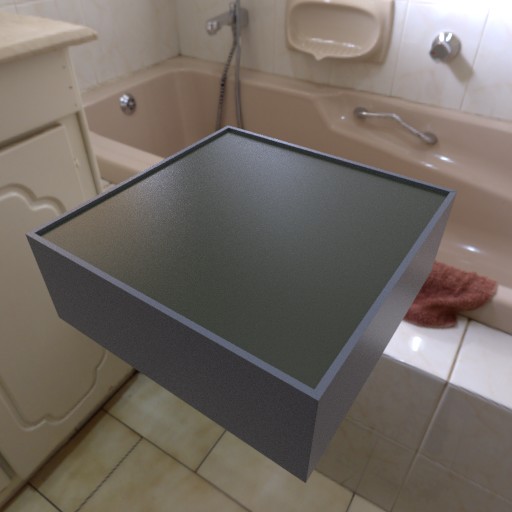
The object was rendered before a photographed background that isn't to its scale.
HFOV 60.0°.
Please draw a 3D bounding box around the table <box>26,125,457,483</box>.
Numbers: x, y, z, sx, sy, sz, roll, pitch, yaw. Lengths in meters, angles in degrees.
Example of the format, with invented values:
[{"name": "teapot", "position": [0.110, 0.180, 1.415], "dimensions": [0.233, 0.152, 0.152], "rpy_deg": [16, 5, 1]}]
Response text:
[{"name": "table", "position": [0.000, 0.000, 1.243], "dimensions": [0.801, 0.299, 0.801], "rpy_deg": [24, 44, 26]}]
